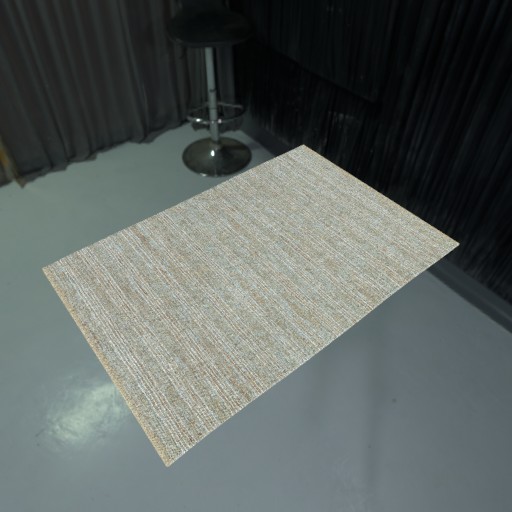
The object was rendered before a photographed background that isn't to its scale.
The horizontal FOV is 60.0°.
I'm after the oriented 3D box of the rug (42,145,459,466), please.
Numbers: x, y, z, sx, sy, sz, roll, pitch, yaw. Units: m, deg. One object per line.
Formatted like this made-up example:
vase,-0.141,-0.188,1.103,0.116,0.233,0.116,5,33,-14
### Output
rug,0.000,0.000,2.332,1.824,0.010,1.240,-30,54,-25
